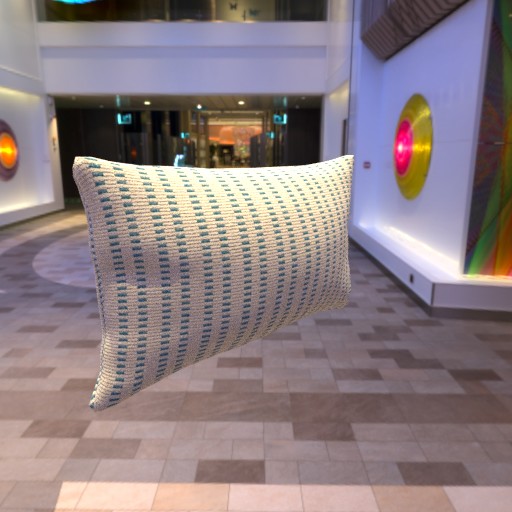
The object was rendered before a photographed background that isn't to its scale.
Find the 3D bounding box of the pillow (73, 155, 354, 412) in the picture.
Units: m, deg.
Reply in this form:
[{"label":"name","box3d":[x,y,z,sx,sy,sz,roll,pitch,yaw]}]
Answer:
[{"label":"pillow","box3d":[0.000,0.000,0.799,0.210,0.353,0.640,12,18,43]}]
